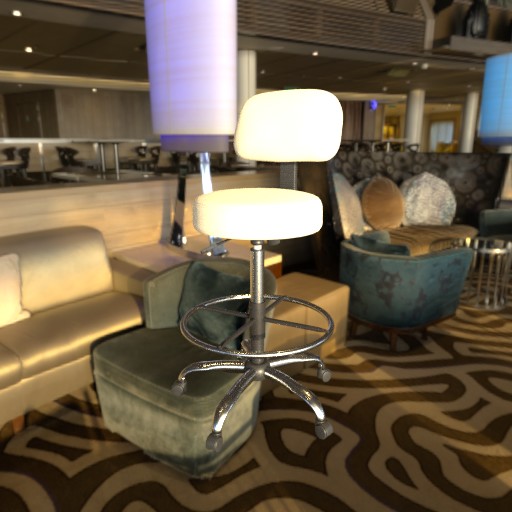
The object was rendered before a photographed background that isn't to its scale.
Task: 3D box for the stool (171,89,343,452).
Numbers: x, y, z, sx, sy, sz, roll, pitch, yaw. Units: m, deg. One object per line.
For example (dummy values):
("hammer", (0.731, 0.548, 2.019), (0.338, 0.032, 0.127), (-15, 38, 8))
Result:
("stool", (0.000, 0.000, 1.453), (0.609, 1.080, 0.616), (7, 16, 26))
